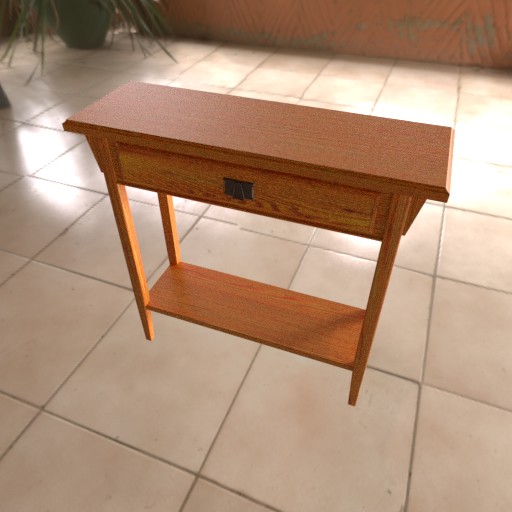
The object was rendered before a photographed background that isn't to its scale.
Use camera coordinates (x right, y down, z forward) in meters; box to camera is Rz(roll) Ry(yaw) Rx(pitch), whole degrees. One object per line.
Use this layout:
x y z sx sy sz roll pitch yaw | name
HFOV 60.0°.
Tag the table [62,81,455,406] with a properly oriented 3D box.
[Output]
0.000 0.000 1.131 0.762 0.711 0.254 14 43 15 | table
